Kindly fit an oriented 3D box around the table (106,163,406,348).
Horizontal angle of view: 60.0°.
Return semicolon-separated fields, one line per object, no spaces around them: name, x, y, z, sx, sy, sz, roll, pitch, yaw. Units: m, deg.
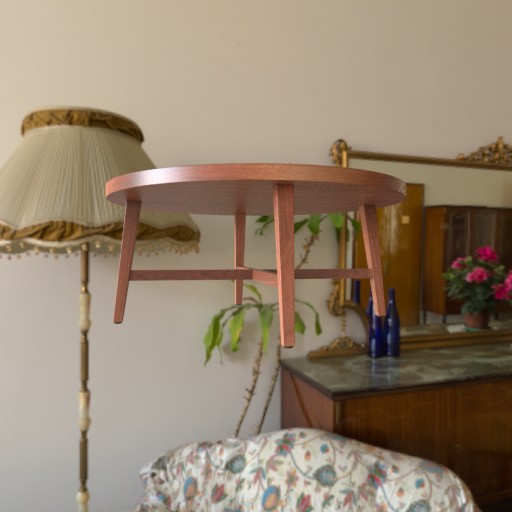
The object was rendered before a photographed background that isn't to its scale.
table;0.000;0.000;1.247;0.800;0.360;0.800;0;0;0
